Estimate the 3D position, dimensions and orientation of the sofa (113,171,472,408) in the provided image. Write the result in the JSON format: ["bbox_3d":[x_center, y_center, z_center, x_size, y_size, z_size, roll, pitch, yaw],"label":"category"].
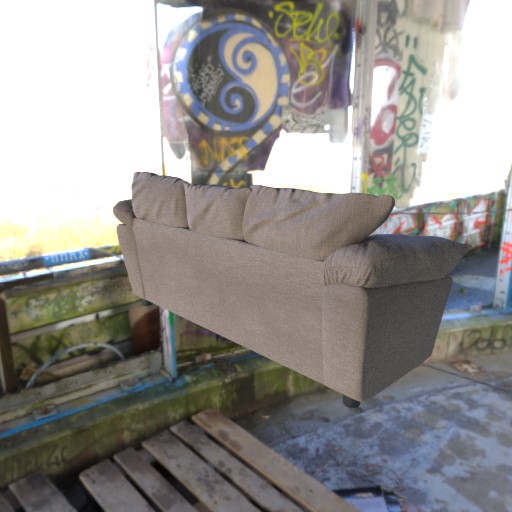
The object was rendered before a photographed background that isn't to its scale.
[{"bbox_3d":[0.000,0.000,2.914,0.927,1.043,2.390,-13,19,-42],"label":"sofa"}]
